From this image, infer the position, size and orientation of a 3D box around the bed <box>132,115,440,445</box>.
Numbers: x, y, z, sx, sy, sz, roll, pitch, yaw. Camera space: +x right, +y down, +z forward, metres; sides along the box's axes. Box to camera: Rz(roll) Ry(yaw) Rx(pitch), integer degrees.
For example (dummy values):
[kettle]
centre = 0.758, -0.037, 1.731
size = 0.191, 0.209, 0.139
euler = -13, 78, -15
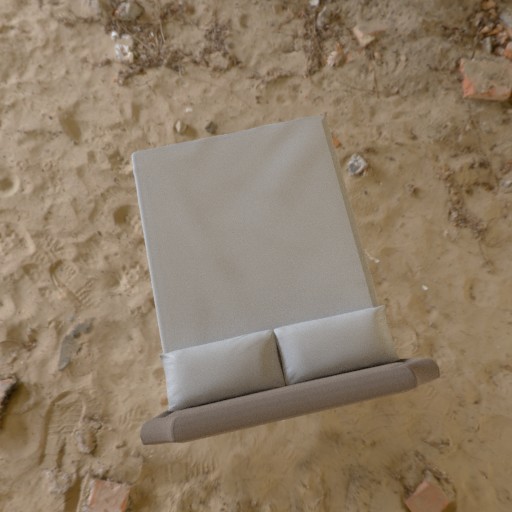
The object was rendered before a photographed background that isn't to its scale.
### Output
[bed]
centre = 0.000, 0.000, 3.271
size = 1.828, 1.303, 2.164
euler = -12, 77, -3
